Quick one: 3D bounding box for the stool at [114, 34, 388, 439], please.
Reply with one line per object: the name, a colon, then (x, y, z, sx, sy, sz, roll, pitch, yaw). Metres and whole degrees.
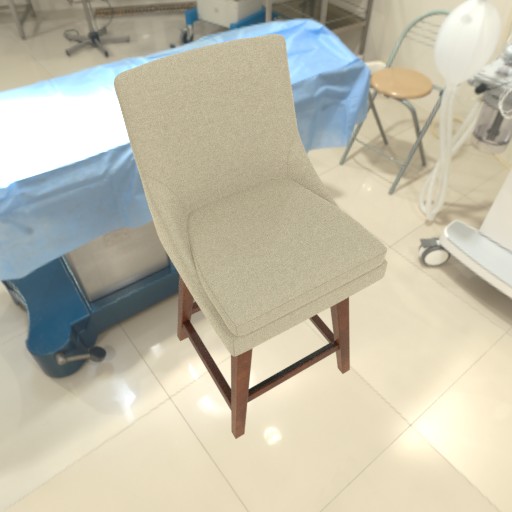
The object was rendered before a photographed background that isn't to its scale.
stool: (0.000, 0.000, 1.275, 0.469, 0.991, 0.559, -24, 52, -20)
